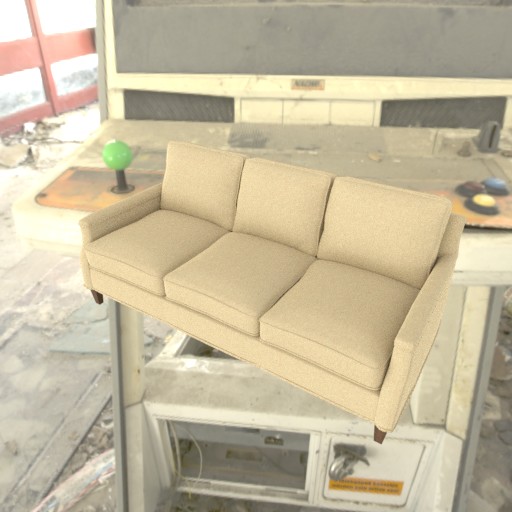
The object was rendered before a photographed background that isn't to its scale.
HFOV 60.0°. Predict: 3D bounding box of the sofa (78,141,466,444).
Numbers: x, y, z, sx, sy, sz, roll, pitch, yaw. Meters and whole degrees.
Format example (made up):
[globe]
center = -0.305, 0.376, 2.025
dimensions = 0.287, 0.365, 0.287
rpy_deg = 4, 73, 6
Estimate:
[sofa]
center = 0.000, 0.000, 2.817
dimensions = 2.246, 1.003, 1.084
rpy_deg = 19, 36, 28
